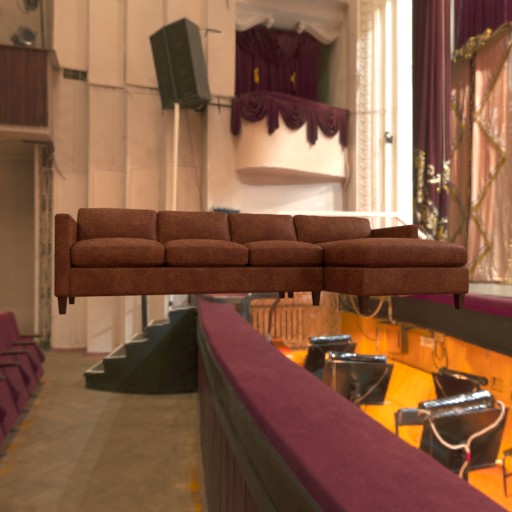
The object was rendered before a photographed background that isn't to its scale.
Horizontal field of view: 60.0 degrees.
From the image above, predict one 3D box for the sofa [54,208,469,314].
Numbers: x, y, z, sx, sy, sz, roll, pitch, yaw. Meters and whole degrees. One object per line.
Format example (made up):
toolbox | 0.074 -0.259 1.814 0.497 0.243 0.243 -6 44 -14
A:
sofa | 0.000 0.000 3.874 3.203 0.883 1.581 0 -1 -18
